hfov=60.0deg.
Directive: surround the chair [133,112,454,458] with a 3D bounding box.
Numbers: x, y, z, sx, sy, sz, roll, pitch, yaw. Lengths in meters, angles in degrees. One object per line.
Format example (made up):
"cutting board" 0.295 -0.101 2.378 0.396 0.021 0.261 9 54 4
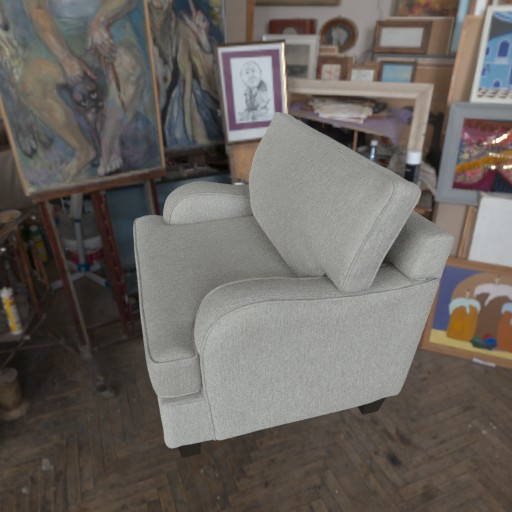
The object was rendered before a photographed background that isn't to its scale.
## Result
"chair" 0.000 0.000 1.973 1.041 1.016 1.220 -8 29 -14
